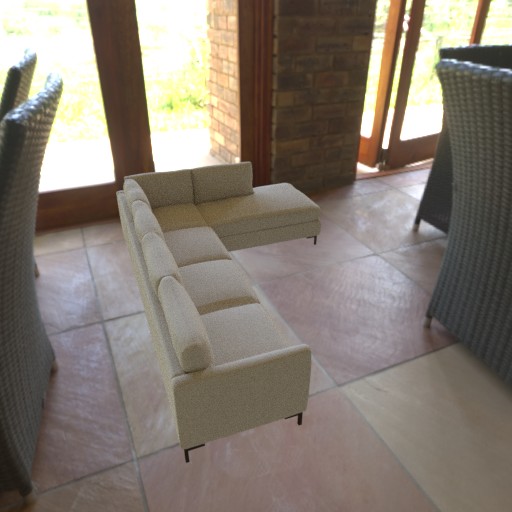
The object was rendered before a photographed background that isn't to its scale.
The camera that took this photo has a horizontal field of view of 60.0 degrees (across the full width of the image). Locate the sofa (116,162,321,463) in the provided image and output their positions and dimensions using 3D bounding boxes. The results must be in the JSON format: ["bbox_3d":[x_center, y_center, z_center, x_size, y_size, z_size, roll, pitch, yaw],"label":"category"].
[{"bbox_3d":[0.000,0.000,3.822,2.007,0.815,2.949,-11,31,-18],"label":"sofa"}]
